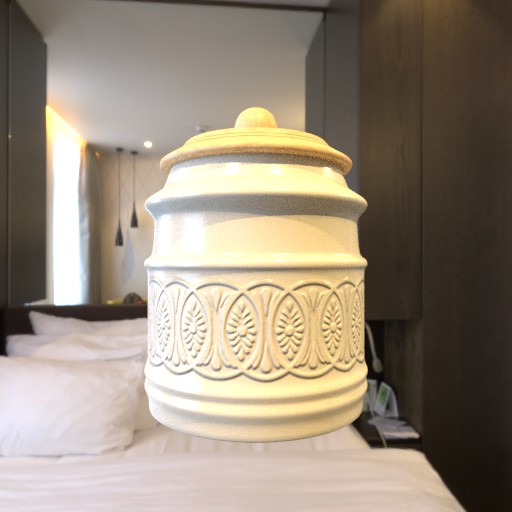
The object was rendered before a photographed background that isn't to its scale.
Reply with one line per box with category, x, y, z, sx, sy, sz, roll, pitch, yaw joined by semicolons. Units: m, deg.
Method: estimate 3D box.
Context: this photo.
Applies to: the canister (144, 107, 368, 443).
canister;0.000;0.000;0.266;0.130;0.176;0.130;0;0;0
